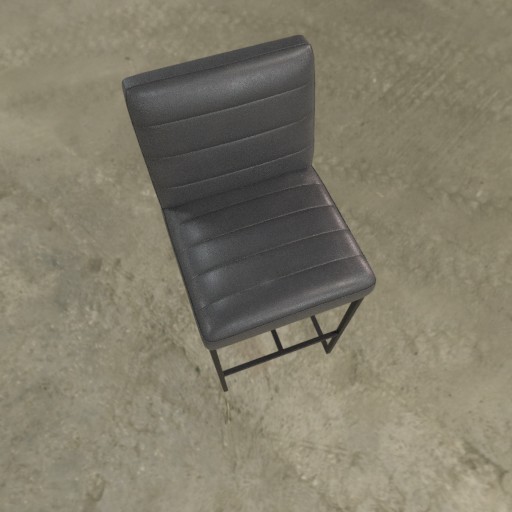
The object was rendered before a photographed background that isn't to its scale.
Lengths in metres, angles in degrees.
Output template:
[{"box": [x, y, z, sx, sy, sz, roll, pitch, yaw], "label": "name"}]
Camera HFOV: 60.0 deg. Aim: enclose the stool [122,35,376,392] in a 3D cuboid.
[{"box": [0.000, 0.000, 1.346, 0.457, 1.040, 0.552, -18, 64, -9], "label": "stool"}]
